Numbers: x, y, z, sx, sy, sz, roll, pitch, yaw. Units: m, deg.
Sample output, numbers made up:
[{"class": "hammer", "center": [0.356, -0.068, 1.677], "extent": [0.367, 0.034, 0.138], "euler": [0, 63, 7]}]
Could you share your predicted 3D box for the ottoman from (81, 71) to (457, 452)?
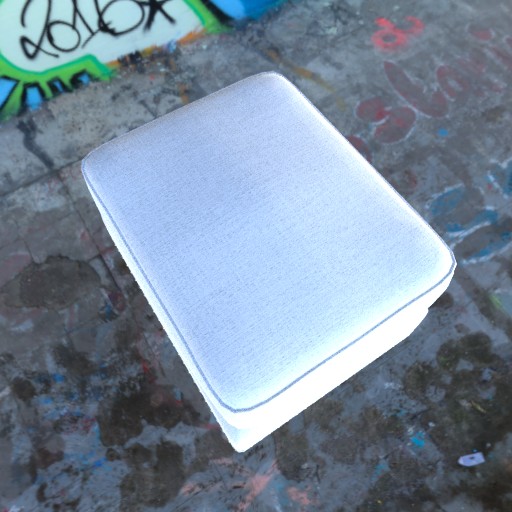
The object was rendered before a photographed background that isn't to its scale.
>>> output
[{"class": "ottoman", "center": [0.000, 0.000, 1.149], "extent": [0.589, 0.537, 0.738], "euler": [-30, 67, -14]}]
